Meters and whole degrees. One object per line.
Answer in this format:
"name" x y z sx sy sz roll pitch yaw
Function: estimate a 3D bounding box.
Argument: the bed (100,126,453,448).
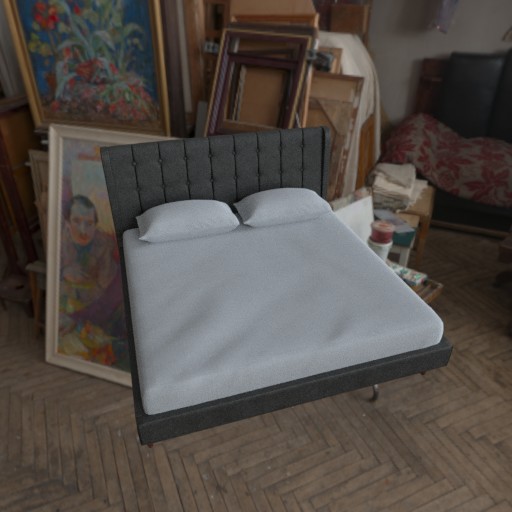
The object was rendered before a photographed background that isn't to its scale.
"bed" 0.000 0.000 3.158 1.903 1.158 2.031 -10 34 -15
